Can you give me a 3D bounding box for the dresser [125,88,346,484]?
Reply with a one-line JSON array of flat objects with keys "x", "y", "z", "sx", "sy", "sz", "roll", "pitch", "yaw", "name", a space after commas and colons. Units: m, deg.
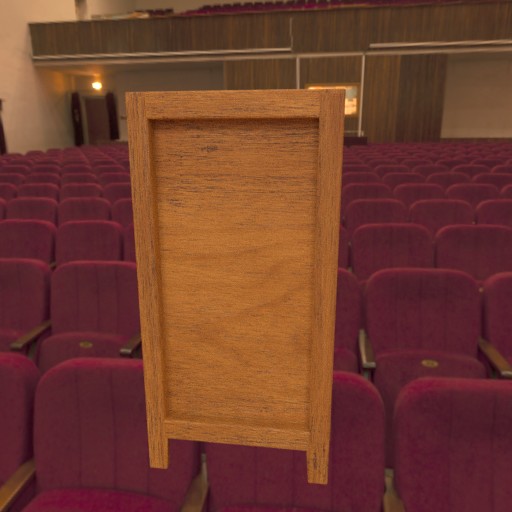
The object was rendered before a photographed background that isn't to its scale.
[{"x": 0.000, "y": 0.000, "z": 1.269, "sx": 0.427, "sy": 0.804, "sz": 0.804, "roll": 2, "pitch": 14, "yaw": 8, "name": "dresser"}]
